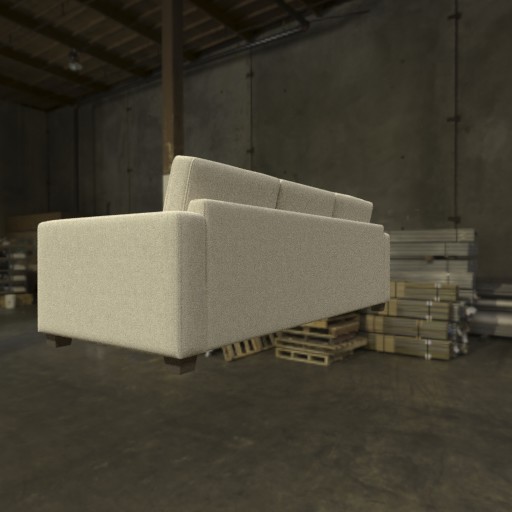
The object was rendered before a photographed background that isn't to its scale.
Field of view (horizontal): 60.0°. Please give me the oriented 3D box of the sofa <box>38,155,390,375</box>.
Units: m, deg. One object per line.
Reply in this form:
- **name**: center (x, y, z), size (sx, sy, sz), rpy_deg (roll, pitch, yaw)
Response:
- **sofa**: center (0.000, 0.000, 2.599), size (0.900, 0.800, 2.160), rpy_deg (0, 1, 35)
